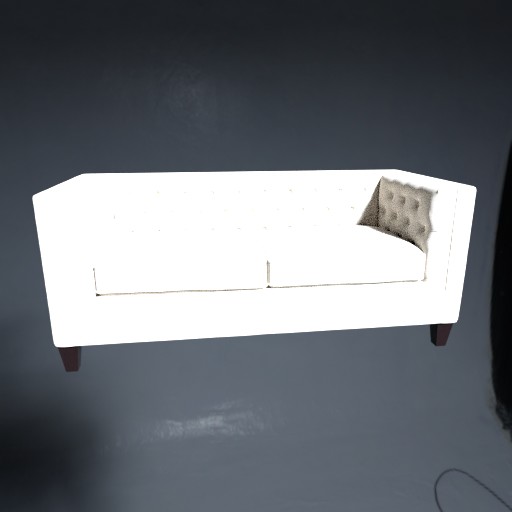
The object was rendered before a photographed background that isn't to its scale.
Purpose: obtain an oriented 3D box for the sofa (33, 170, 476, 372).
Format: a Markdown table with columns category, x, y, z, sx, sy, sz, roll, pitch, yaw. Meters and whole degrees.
| category | x | y | z | sx | sy | sz | roll | pitch | yaw |
| --- | --- | --- | --- | --- | --- | --- | --- | --- | --- |
| sofa | 0.000 | 0.000 | 2.217 | 1.778 | 0.762 | 0.775 | -2 | 17 | -8 |
